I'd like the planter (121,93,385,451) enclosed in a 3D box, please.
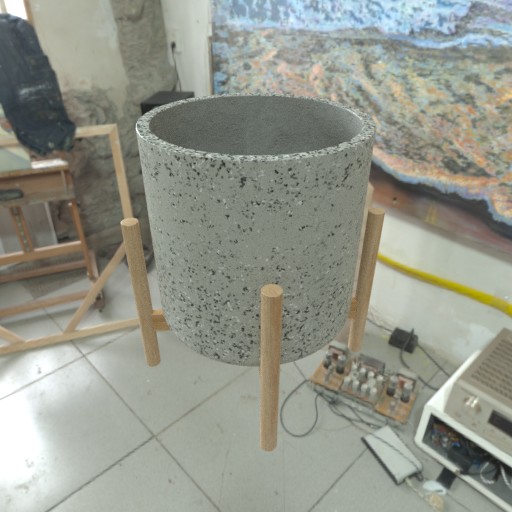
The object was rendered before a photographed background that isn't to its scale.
[{"bbox_3d":[0.000,0.000,0.685,0.360,0.419,0.360,9,34,14],"label":"planter"}]
